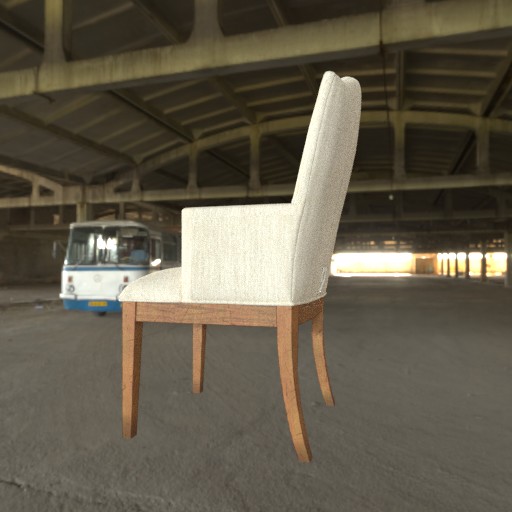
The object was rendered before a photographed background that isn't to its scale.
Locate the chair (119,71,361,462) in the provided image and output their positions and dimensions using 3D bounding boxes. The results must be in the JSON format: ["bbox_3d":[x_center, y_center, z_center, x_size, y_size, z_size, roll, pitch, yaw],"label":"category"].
[{"bbox_3d":[0.000,0.000,1.381,0.641,1.016,0.533,0,-1,17],"label":"chair"}]
